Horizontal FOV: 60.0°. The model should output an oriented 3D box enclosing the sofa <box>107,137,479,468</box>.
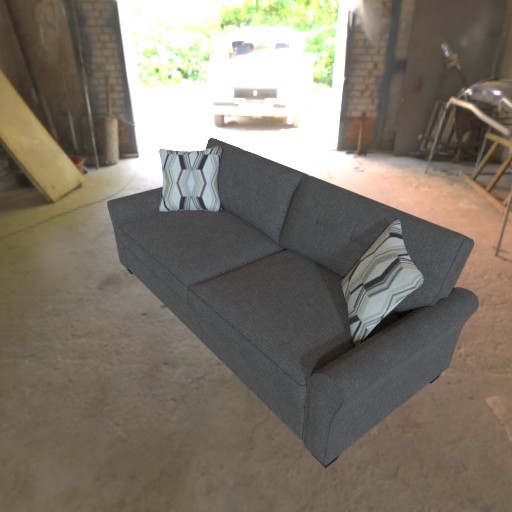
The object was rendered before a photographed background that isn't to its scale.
[{"bbox_3d":[0.000,0.000,2.415,0.889,0.813,2.032,-22,37,-32],"label":"sofa"}]
